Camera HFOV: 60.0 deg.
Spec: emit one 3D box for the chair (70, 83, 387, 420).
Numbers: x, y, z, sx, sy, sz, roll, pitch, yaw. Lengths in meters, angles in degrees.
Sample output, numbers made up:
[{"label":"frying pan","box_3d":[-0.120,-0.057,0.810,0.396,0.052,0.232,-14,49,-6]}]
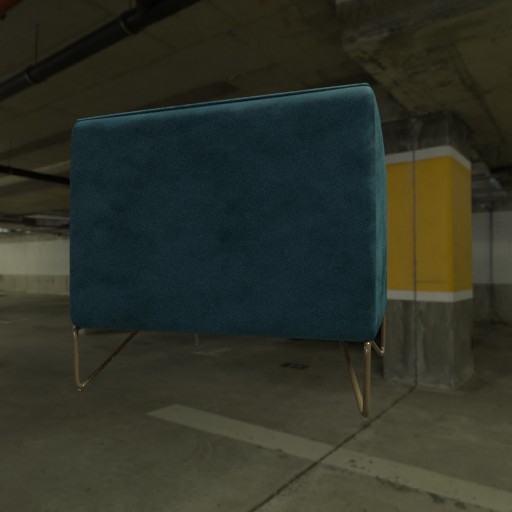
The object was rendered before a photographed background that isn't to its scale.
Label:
[{"label":"chair","box_3d":[0.000,0.000,1.560,0.880,0.790,0.894,0,-2,18]}]
